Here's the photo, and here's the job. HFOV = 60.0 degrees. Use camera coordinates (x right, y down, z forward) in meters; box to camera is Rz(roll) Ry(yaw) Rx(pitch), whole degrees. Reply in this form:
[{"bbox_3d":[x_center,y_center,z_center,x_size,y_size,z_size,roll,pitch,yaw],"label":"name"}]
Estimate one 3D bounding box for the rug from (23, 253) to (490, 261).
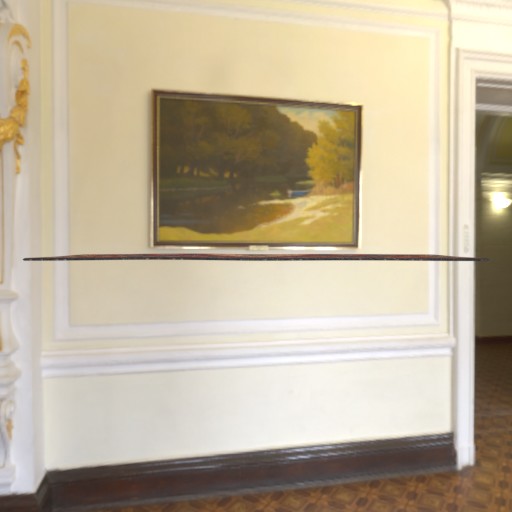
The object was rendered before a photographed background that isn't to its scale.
[{"bbox_3d":[0.000,0.000,3.631,3.032,0.034,1.522,0,1,1],"label":"rug"}]
